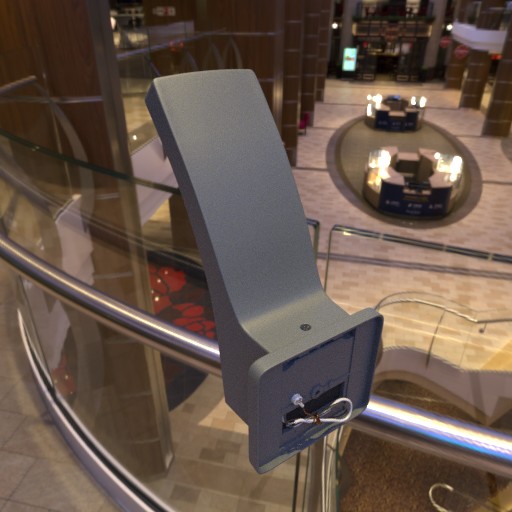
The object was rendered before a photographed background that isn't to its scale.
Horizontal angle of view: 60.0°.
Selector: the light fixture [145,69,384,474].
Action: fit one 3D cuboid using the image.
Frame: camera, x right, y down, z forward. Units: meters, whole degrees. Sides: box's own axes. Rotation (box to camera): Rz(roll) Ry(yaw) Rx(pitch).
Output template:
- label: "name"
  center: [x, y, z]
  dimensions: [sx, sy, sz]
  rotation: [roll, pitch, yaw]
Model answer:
- label: "light fixture"
  center: [0.000, 0.000, 0.331]
  dimensions: [0.108, 0.243, 0.174]
  rotation: [-19, 35, -29]
